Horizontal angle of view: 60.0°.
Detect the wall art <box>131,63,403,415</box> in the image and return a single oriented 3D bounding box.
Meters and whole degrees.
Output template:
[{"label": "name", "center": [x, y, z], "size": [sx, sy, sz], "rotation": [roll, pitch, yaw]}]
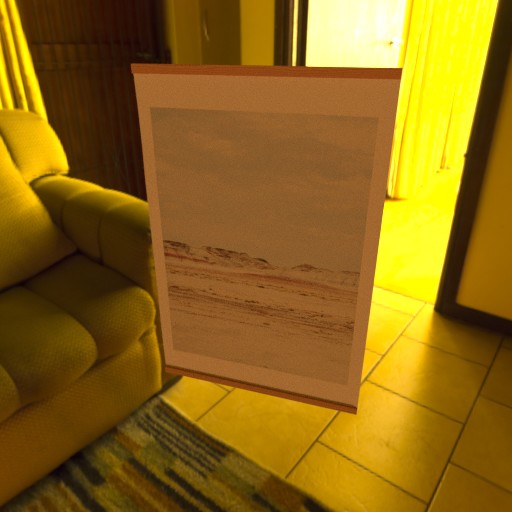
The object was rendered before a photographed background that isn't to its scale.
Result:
[{"label": "wall art", "center": [0.000, 0.000, 1.925], "size": [1.011, 1.521, 0.025], "rotation": [8, 27, 16]}]
